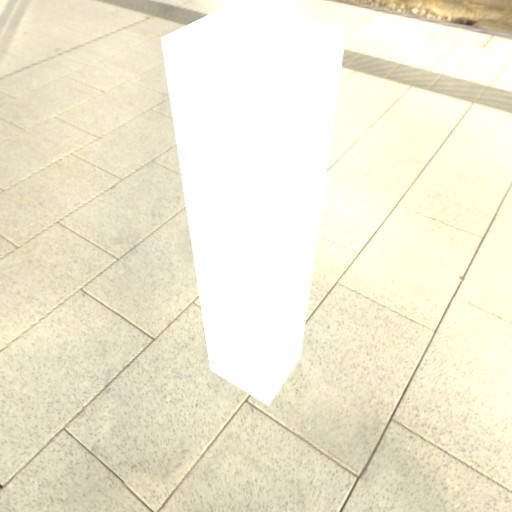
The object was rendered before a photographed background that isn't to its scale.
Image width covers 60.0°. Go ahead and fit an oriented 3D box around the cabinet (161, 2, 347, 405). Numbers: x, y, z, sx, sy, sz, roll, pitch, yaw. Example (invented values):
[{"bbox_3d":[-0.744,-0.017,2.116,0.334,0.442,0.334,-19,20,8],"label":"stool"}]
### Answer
[{"bbox_3d":[0.000,0.000,1.461,0.300,1.400,0.269,26,52,22],"label":"cabinet"}]
